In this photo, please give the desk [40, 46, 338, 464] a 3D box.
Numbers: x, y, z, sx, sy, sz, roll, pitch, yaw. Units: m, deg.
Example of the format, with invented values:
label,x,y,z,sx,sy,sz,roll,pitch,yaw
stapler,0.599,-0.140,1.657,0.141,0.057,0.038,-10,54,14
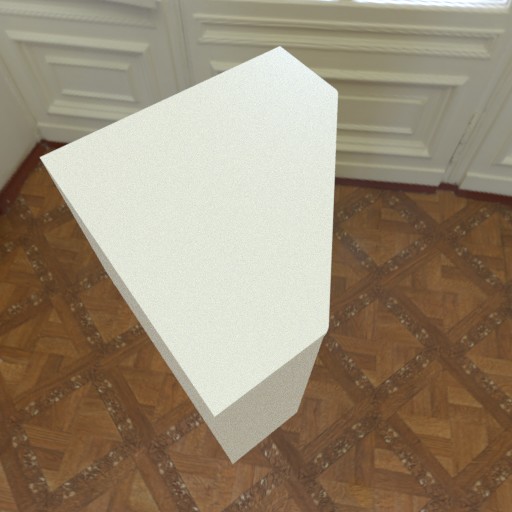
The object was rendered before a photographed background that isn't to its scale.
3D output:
label,x,y,z,sx,sy,sz,roll,pitch,yaw
desk,0.000,0.000,1.633,0.926,0.818,0.940,-33,64,-18
